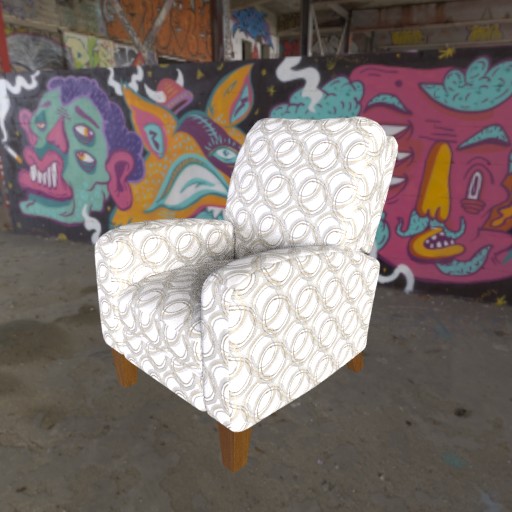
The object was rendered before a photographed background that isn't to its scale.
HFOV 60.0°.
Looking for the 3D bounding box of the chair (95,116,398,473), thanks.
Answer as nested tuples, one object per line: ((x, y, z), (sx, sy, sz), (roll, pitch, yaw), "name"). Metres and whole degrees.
((0.000, 0.000, 1.775), (0.796, 1.065, 0.995), (16, 24, 42), "chair")
